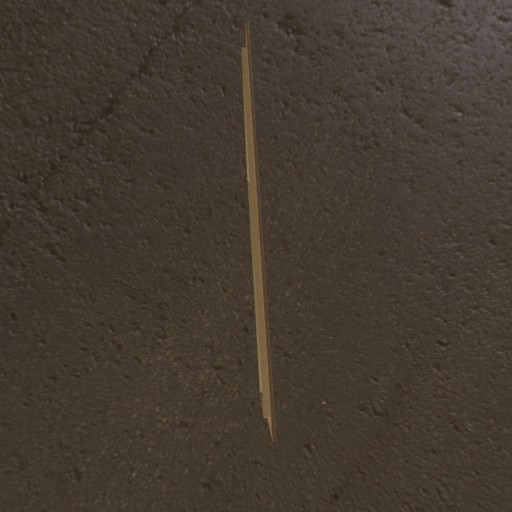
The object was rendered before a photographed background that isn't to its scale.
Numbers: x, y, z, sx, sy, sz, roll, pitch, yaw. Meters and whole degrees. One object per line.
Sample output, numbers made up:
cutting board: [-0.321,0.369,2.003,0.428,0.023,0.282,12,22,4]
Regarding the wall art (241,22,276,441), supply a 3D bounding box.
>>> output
wall art: [0.000,0.000,1.695,0.025,1.067,1.168,-3,76,-1]
